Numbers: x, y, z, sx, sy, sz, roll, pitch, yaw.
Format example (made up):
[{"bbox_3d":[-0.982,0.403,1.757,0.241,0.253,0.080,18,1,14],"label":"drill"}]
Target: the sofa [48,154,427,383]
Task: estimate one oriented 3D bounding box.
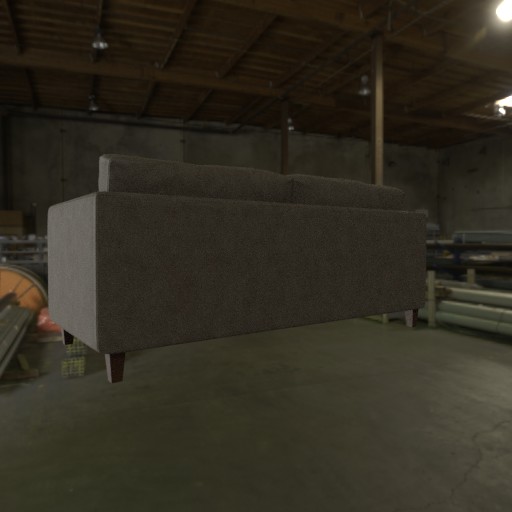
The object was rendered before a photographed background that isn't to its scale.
[{"bbox_3d":[0.000,0.000,2.721,2.208,0.965,0.951,-1,2,-36],"label":"sofa"}]
